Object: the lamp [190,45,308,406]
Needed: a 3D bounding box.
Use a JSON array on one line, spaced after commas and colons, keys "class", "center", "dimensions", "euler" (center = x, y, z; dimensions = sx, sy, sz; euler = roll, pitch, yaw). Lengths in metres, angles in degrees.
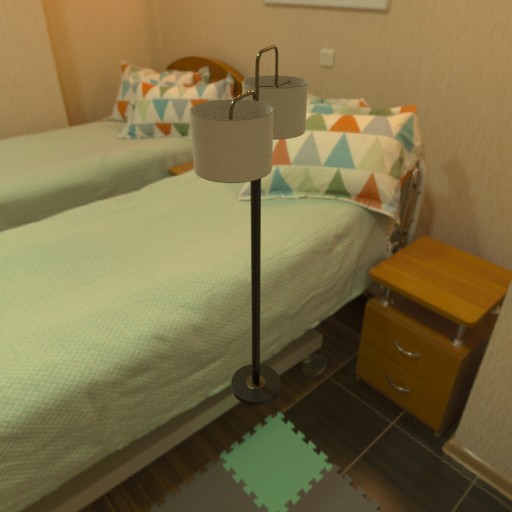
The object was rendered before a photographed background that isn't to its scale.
[{"class": "lamp", "center": [0.000, 0.000, 1.878], "dimensions": [0.254, 1.587, 0.711], "euler": [10, 33, 16]}]
